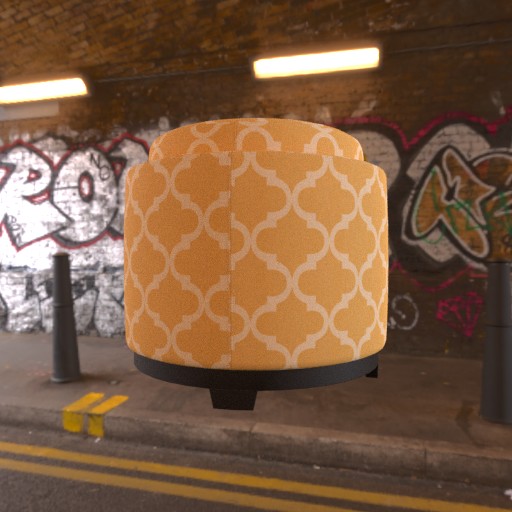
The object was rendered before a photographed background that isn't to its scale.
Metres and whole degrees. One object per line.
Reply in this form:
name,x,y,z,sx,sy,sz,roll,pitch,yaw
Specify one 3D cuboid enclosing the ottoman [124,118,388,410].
ottoman,0.000,0.000,0.839,0.480,0.429,0.480,0,0,0
